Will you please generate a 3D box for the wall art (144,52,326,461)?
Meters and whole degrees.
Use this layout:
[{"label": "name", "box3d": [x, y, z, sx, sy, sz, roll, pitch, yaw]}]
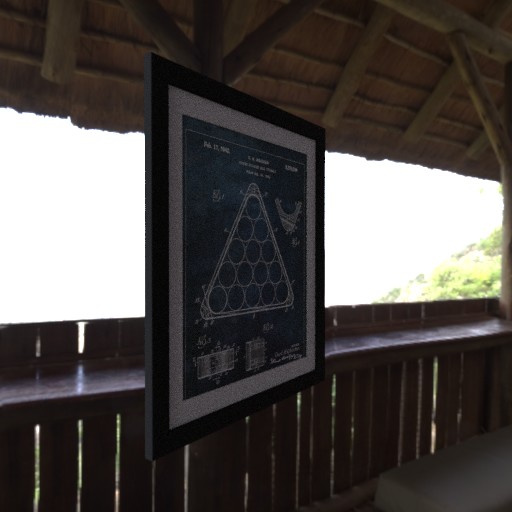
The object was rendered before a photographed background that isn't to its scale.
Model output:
[{"label": "wall art", "box3d": [0.000, 0.000, 0.516, 0.010, 0.361, 0.311, 1, 1, 38]}]
